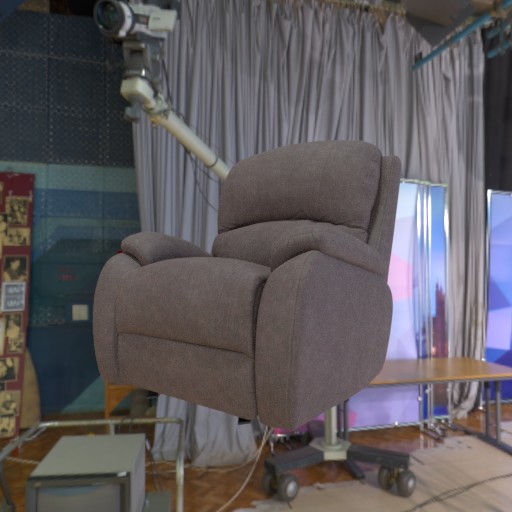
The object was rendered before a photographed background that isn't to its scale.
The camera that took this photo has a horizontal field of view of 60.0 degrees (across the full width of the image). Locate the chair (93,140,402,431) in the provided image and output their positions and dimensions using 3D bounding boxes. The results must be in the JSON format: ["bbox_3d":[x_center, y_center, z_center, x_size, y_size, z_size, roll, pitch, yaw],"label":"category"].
[{"bbox_3d":[0.000,0.000,1.742,0.930,1.011,0.899,0,-1,36],"label":"chair"}]
